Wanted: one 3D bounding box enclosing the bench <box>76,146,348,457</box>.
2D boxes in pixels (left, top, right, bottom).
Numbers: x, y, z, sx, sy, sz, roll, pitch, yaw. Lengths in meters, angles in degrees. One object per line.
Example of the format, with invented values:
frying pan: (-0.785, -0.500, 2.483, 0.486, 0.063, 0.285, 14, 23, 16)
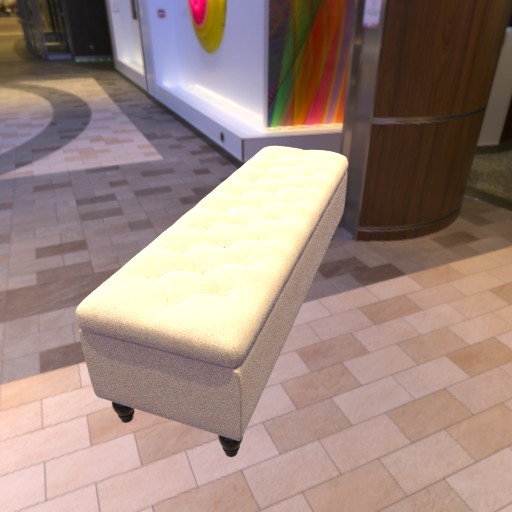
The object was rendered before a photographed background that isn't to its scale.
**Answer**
bench: (0.000, 0.000, 1.732, 0.455, 0.467, 1.480, 10, 32, 17)
